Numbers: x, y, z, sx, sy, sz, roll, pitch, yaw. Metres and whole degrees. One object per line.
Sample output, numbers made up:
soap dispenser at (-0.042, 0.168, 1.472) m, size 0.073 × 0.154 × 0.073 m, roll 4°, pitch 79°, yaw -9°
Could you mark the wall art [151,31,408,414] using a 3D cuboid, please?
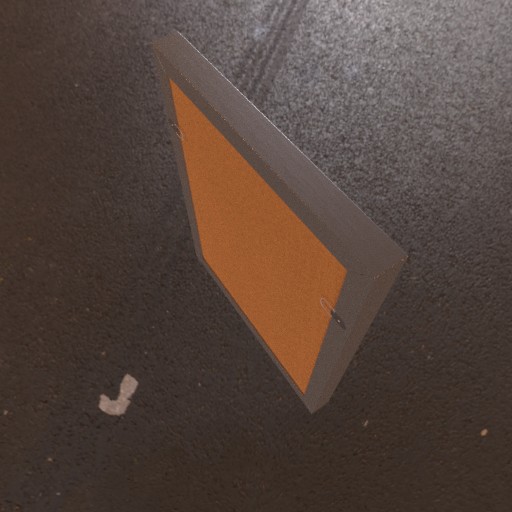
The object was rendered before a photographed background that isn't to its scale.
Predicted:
wall art at (0.000, 0.000, 0.513) m, size 0.030 × 0.379 × 0.308 m, roll -30°, pitch 63°, yaw -17°
